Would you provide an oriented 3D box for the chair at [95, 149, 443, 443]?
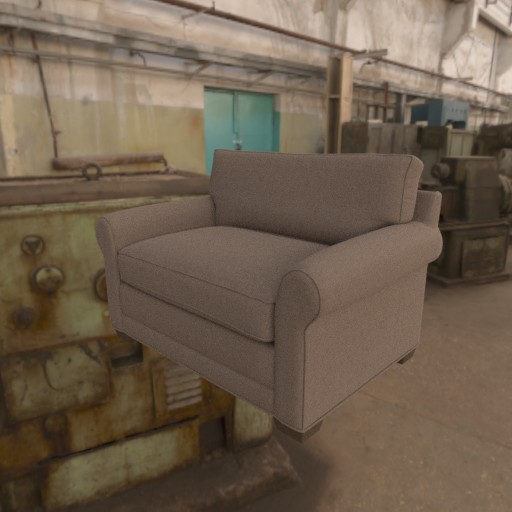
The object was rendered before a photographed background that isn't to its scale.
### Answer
[{"bbox_3d":[0.000,0.000,2.050,1.390,0.930,0.930,14,21,42],"label":"chair"}]
